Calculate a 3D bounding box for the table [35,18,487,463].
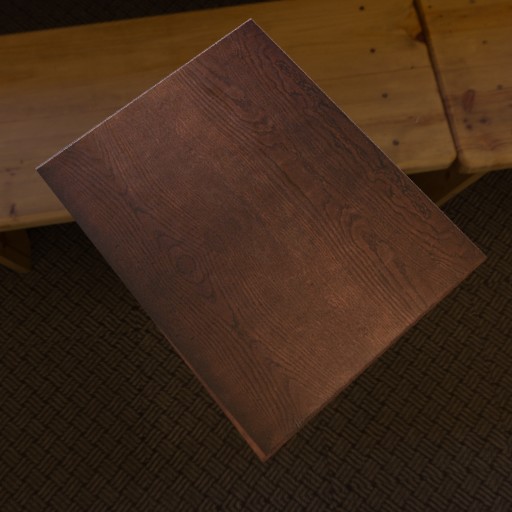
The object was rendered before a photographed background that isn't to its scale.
[{"bbox_3d":[0.000,0.000,0.998,0.461,0.597,0.586,-39,79,-9],"label":"table"}]
